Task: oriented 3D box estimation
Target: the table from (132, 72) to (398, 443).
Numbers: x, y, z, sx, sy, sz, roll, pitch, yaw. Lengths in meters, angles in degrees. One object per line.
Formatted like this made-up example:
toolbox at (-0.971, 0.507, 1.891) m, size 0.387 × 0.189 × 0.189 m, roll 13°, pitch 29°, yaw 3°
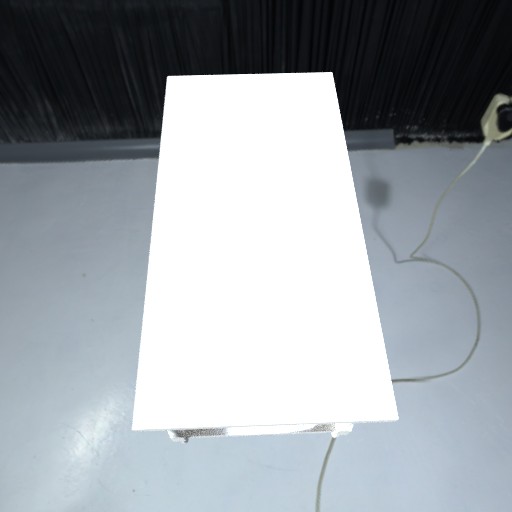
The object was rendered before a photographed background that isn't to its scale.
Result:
table at (0.000, 0.000, 1.410) m, size 0.550 × 0.510 × 1.107 m, roll -2°, pitch 59°, yaw -1°
